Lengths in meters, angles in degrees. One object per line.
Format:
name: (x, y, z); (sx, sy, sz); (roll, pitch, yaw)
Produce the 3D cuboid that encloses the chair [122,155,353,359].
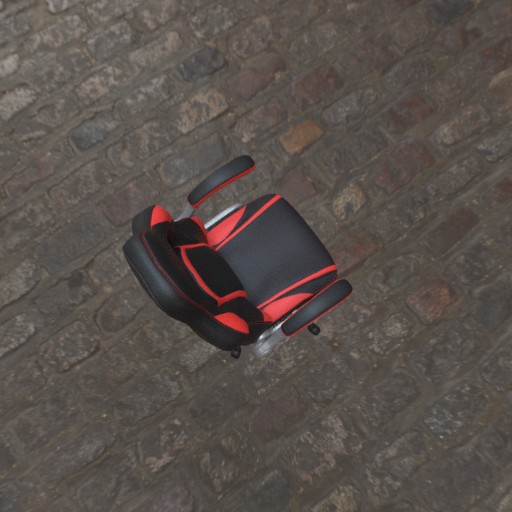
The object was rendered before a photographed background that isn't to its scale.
chair: (0.000, 0.000, 1.673); (0.712, 1.165, 0.758); (-35, 78, -8)
